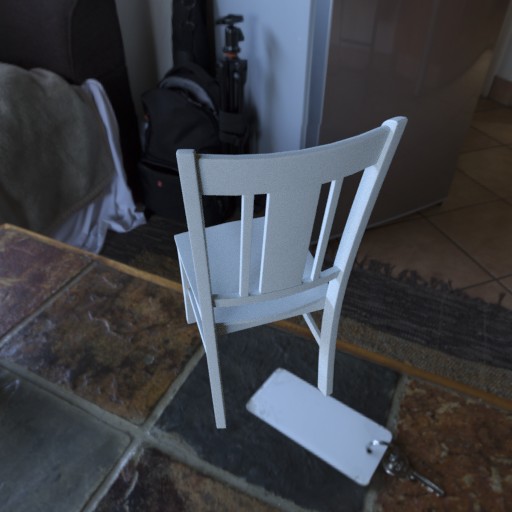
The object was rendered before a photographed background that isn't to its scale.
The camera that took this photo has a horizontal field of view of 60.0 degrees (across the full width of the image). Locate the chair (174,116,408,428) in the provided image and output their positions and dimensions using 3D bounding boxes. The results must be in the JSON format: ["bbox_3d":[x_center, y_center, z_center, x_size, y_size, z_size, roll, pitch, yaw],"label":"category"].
[{"bbox_3d":[0.000,0.000,1.307,0.450,0.998,0.555,-12,42,-14],"label":"chair"}]
